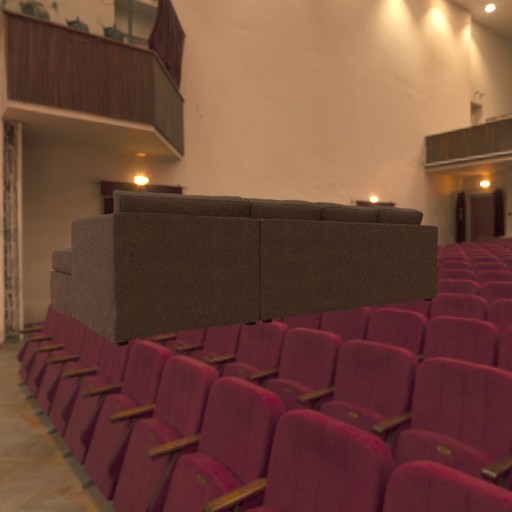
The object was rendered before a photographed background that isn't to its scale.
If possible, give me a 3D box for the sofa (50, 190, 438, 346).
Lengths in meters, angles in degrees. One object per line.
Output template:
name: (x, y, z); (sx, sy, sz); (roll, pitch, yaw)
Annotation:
sofa: (0.000, 0.000, 4.022); (3.205, 0.922, 1.650); (-1, 2, -36)
